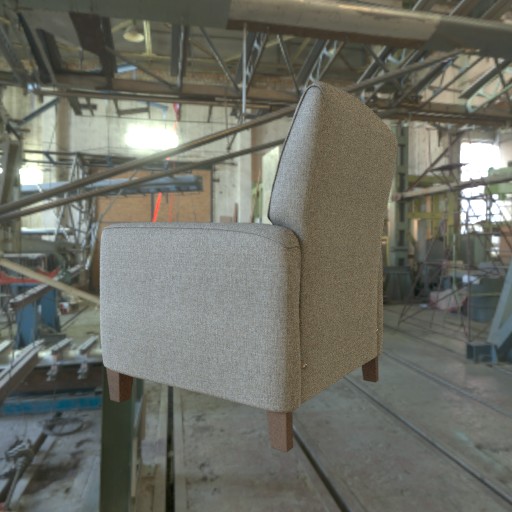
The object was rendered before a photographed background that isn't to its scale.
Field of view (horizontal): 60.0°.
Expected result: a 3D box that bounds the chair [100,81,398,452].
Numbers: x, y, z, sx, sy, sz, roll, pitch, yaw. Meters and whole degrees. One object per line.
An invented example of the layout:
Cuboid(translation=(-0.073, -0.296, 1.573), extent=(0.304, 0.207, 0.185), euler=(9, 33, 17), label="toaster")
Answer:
Cuboid(translation=(0.000, 0.000, 1.657), extent=(0.864, 1.014, 0.848), euler=(1, 2, 34), label="chair")
